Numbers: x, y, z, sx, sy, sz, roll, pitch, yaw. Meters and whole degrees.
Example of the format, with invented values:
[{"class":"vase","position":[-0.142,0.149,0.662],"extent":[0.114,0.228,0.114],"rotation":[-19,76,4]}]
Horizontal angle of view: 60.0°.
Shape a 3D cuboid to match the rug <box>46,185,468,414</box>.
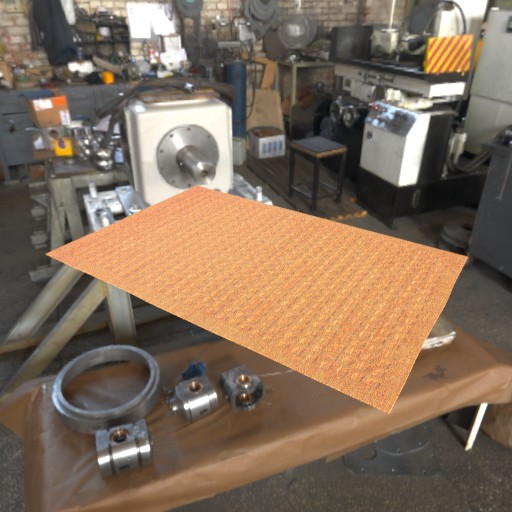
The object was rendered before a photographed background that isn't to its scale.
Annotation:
[{"class":"rug","position":[0.000,0.000,2.182],"extent":[1.747,0.006,1.143],"rotation":[19,35,29]}]
